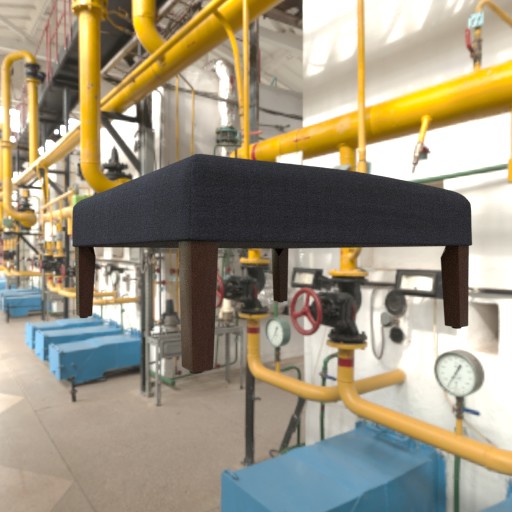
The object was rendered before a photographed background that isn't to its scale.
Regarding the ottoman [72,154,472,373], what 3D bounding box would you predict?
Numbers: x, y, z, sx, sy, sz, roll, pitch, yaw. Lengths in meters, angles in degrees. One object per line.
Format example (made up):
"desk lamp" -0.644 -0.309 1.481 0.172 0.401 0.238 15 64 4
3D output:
"ottoman" 0.000 0.000 1.368 0.890 0.411 0.889 0 0 -35
